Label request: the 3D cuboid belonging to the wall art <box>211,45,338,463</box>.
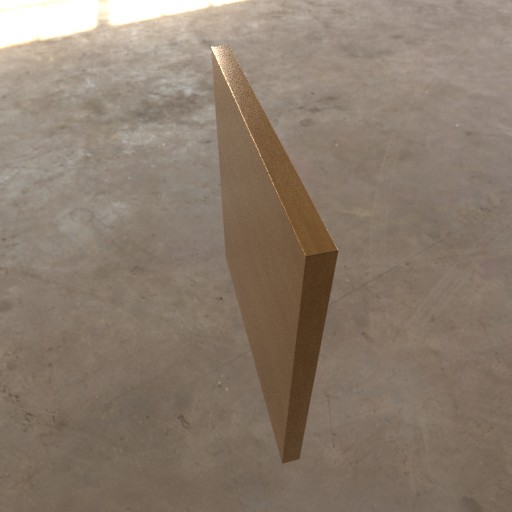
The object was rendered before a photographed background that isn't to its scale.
[{"bbox_3d":[0.000,0.000,0.449,0.019,0.302,0.302,-10,46,-10],"label":"wall art"}]
